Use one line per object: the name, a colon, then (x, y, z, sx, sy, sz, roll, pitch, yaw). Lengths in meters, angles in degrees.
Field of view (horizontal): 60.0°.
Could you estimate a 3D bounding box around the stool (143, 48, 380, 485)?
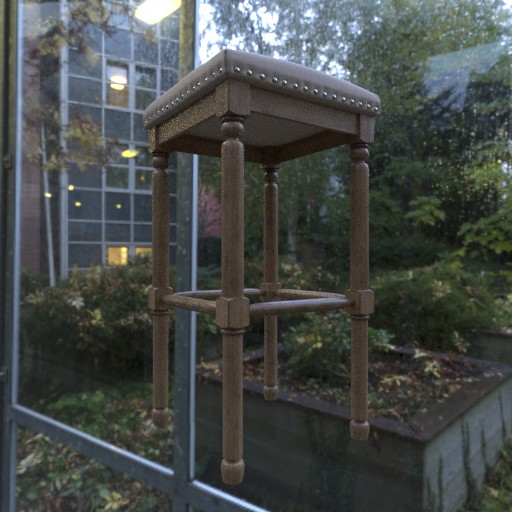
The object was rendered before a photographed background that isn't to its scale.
stool: (0.000, 0.000, 0.978, 0.383, 0.768, 0.382, 0, 0, -35)
